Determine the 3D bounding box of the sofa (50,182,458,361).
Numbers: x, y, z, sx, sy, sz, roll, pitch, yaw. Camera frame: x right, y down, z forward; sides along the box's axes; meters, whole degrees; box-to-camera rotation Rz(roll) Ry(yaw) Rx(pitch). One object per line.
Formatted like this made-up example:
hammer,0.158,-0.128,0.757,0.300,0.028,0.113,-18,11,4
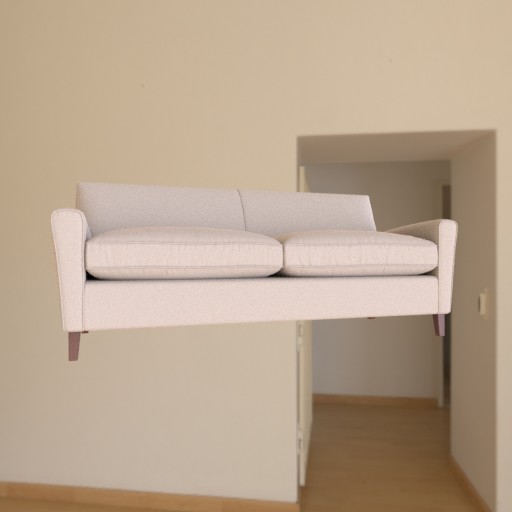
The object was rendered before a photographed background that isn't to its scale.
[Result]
sofa,0.000,0.000,2.449,2.000,0.846,0.875,0,0,-18
